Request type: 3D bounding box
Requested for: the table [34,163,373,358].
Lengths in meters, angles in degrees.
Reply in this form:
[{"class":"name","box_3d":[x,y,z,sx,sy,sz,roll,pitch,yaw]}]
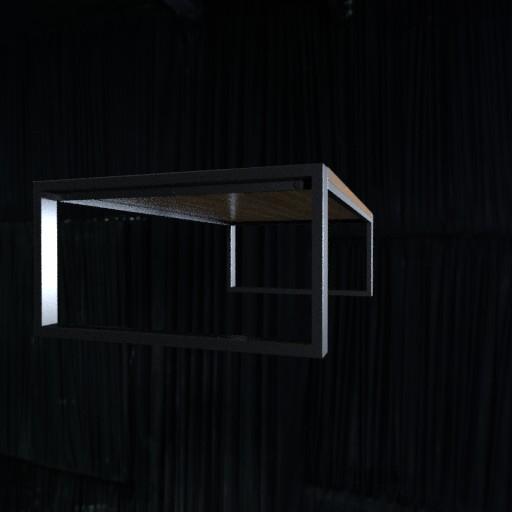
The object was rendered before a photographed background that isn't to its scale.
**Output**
[{"class":"table","box_3d":[0.000,0.000,1.662,0.750,0.400,1.350,0,1,19]}]
